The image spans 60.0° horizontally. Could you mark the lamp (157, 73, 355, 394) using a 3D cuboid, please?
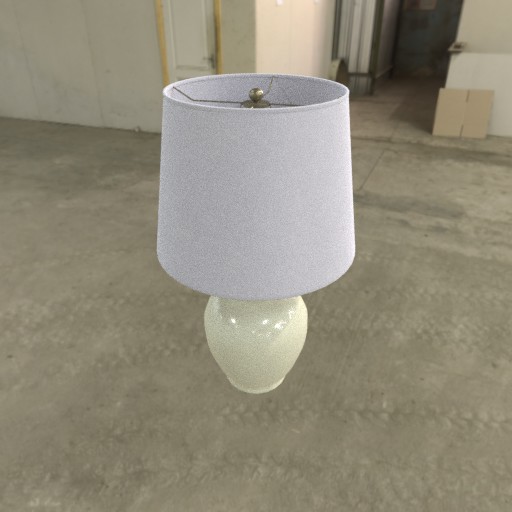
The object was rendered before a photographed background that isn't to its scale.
[{"bbox_3d":[0.000,0.000,0.555,0.239,0.399,0.239,0,31,0],"label":"lamp"}]
